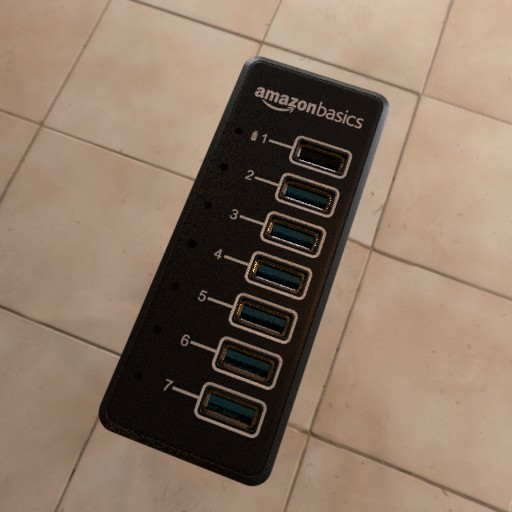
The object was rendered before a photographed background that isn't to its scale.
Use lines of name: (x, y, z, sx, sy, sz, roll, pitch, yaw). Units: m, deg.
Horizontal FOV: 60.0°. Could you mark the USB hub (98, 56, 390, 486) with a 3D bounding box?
USB hub: (0.000, 0.000, 0.127, 0.044, 0.023, 0.110, 19, 77, 5)
